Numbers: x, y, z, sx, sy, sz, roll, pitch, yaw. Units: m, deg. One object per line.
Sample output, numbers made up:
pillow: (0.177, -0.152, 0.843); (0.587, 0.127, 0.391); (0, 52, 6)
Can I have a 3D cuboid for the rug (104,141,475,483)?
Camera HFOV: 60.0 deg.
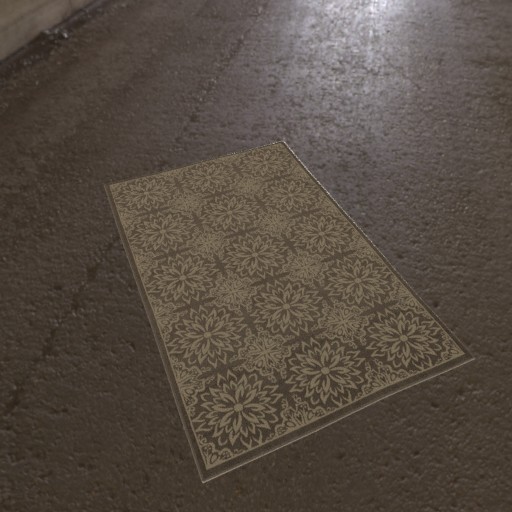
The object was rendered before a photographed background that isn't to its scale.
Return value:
rug: (0.000, 0.000, 3.410); (1.819, 0.018, 2.746); (-18, 49, -16)
